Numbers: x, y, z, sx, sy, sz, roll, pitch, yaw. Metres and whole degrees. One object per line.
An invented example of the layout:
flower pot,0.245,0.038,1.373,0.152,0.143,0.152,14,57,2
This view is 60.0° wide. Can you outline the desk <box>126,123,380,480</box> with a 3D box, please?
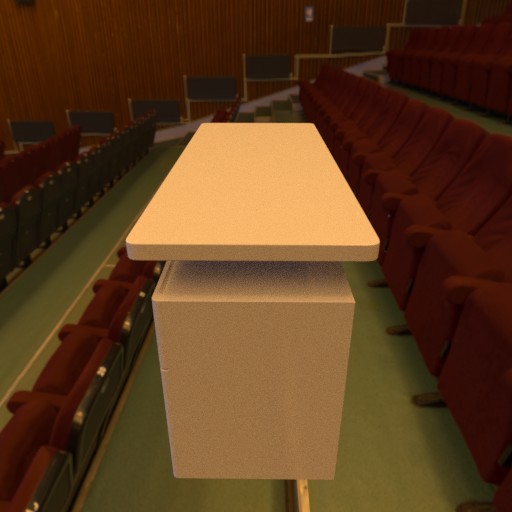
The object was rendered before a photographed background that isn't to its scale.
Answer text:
desk,0.000,0.000,1.731,0.550,0.762,1.400,0,27,1
